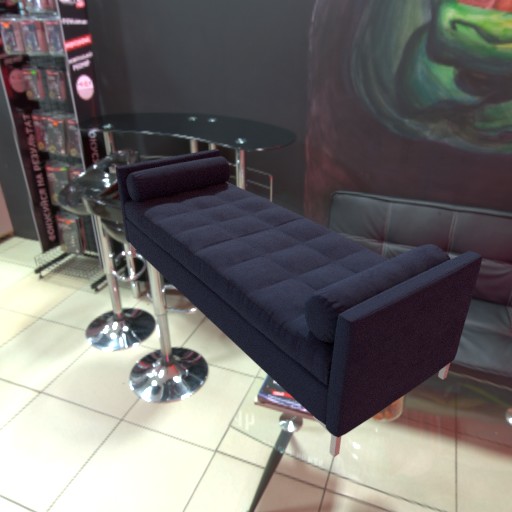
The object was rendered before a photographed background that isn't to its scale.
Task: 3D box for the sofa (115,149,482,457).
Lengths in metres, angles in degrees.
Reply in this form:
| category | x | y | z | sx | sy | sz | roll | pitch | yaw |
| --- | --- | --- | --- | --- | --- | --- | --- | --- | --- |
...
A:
| category | x | y | z | sx | sy | sz | roll | pitch | yaw |
| --- | --- | --- | --- | --- | --- | --- | --- | --- | --- |
| sofa | 0.000 | 0.000 | 2.479 | 0.797 | 0.657 | 2.102 | -19 | 34 | -31 |
